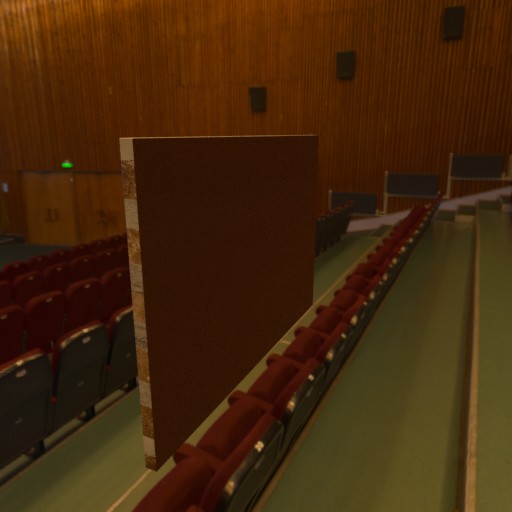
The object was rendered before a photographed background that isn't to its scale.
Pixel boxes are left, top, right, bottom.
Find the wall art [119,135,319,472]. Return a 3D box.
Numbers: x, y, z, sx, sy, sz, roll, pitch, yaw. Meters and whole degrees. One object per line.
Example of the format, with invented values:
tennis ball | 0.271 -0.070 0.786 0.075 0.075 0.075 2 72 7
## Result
wall art | 0.000 0.000 1.167 0.027 0.610 0.932 7 17 24
